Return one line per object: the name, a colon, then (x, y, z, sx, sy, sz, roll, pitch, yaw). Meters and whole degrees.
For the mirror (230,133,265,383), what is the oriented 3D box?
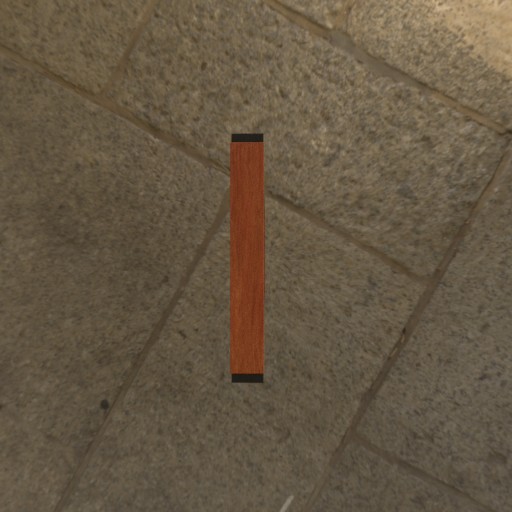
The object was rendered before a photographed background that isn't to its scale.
mirror: (0.000, 0.000, 1.169, 0.047, 1.123, 0.343, 0, 90, 1)
